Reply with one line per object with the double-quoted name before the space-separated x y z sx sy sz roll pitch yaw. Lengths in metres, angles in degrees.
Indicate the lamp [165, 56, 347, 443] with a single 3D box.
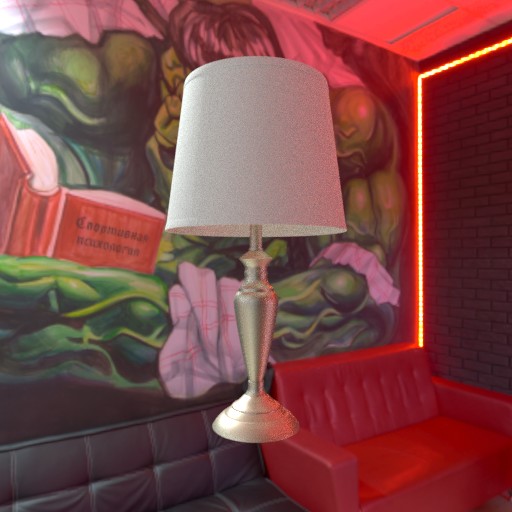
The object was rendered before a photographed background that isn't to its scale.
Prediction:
"lamp" 0.000 0.000 0.816 0.328 0.619 0.328 0 -1 0
